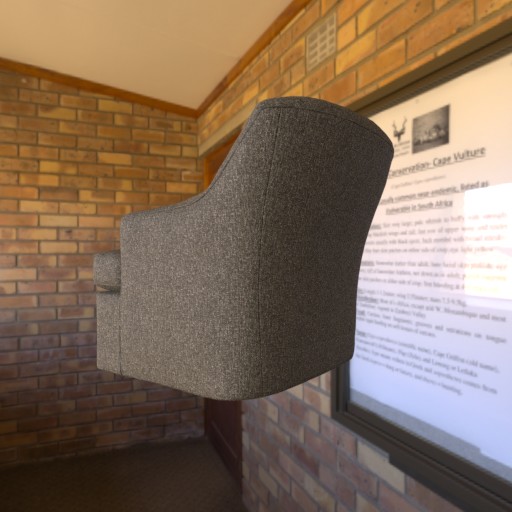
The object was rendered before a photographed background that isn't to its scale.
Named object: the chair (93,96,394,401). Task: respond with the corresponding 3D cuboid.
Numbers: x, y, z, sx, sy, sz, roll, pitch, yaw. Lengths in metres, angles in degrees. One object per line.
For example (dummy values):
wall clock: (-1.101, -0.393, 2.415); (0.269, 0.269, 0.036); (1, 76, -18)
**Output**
chair: (0.000, 0.000, 1.628); (0.923, 0.856, 0.864); (0, 0, 35)
